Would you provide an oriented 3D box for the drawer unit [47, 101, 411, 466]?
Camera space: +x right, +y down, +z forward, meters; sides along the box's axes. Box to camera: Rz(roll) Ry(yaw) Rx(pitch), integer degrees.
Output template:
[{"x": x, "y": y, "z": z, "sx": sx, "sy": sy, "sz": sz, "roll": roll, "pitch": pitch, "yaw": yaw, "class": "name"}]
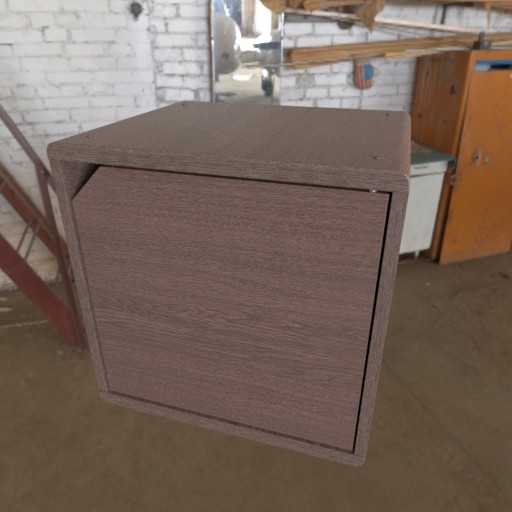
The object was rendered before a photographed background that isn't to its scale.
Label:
[{"x": 0.000, "y": 0.000, "z": 0.588, "sx": 0.344, "sy": 0.344, "sz": 0.290, "roll": 8, "pitch": 28, "yaw": 15, "class": "drawer unit"}]
